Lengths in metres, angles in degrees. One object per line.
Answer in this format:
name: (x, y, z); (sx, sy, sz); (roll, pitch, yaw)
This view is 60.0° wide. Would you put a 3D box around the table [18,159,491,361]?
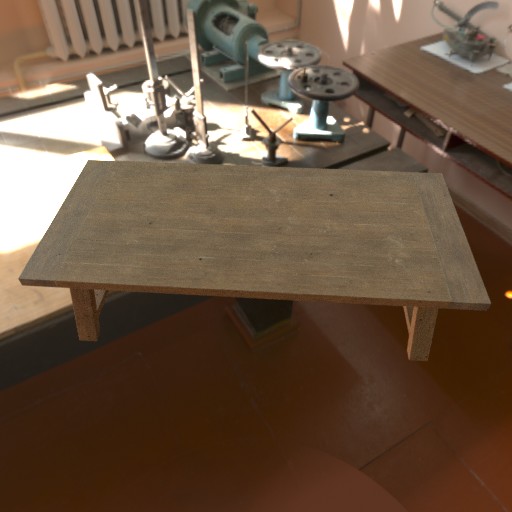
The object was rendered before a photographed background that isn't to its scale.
table: (0.000, 0.000, 2.132); (1.800, 0.465, 0.820); (3, 46, 3)
